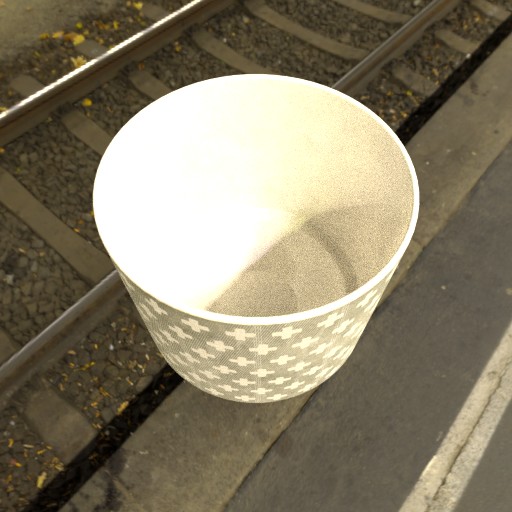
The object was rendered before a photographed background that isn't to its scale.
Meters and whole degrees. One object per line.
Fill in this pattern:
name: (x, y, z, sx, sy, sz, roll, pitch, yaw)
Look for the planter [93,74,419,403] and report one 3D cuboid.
planter: (0.000, 0.000, 0.446, 0.250, 0.239, 0.250, 0, 58, 0)
